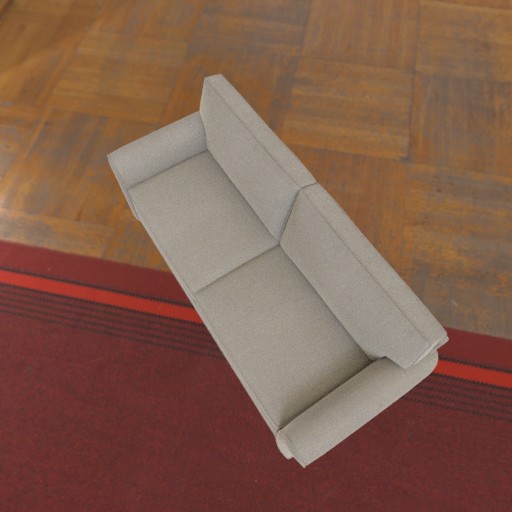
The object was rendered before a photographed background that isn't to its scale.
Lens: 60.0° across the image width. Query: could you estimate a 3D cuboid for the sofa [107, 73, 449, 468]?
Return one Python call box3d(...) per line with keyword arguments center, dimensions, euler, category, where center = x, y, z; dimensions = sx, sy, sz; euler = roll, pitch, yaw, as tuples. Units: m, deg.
box3d(center=(0.000, 0.000, 2.618), dimensions=(0.901, 0.962, 2.146), euler=(-30, 67, -14), category="sofa")
